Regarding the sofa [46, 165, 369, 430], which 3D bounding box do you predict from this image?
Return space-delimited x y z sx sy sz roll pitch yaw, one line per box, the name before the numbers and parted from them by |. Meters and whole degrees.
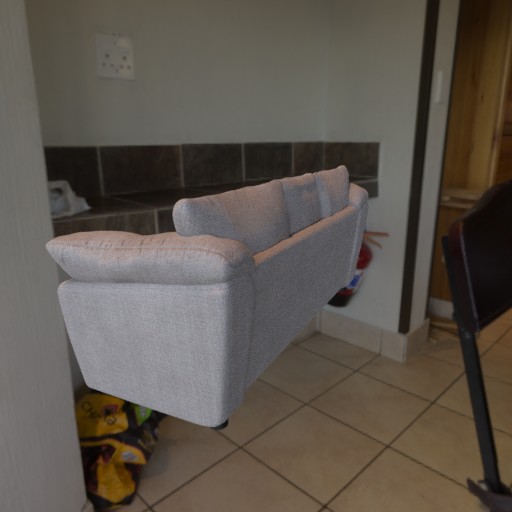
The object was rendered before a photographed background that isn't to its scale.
sofa | 0.000 0.000 2.735 0.878 0.996 2.334 7 17 25
